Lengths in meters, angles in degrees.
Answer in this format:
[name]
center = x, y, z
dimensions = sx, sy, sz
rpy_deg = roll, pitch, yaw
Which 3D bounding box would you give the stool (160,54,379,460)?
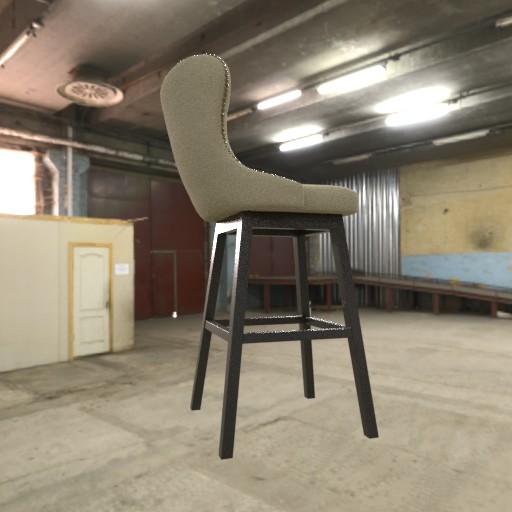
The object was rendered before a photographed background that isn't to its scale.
[stool]
center = 0.000, 0.000, 1.423
dimensions = 0.605, 1.066, 0.528
rpy_deg = 1, -2, -19
